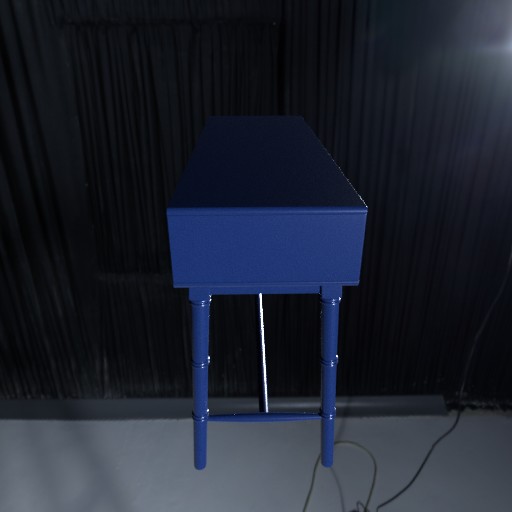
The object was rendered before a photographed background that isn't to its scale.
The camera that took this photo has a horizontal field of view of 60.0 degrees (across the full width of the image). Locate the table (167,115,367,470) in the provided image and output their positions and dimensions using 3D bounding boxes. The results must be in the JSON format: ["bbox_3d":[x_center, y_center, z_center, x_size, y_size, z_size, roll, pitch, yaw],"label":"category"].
[{"bbox_3d":[0.000,0.000,1.501,0.399,0.749,1.118,-1,26,-1],"label":"table"}]
